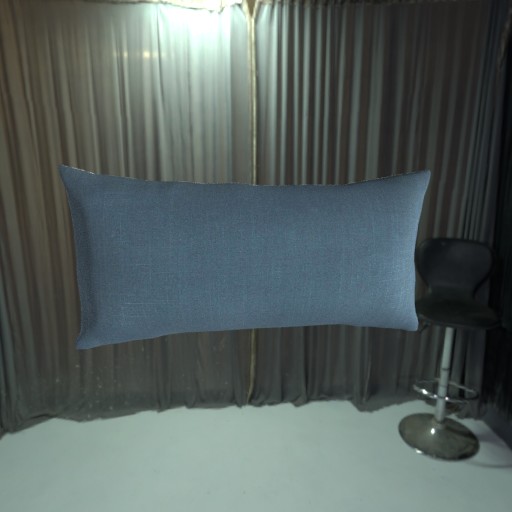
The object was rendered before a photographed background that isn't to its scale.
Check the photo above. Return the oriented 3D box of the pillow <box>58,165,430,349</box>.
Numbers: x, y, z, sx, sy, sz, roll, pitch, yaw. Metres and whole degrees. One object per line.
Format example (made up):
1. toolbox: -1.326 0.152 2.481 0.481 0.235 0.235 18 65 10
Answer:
1. pillow: 0.000 0.000 0.751 0.609 0.305 0.151 -2 14 -8
